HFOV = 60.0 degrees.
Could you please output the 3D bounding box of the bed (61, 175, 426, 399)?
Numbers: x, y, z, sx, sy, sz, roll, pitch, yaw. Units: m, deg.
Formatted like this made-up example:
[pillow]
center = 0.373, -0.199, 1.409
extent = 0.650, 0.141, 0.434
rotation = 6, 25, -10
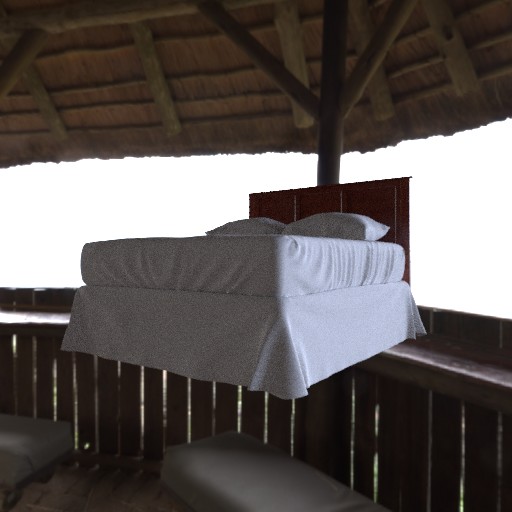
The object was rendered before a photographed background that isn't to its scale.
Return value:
[bed]
center = 0.000, 0.000, 3.201
extent = 1.870, 1.270, 2.050
rotation = 0, 0, 36
